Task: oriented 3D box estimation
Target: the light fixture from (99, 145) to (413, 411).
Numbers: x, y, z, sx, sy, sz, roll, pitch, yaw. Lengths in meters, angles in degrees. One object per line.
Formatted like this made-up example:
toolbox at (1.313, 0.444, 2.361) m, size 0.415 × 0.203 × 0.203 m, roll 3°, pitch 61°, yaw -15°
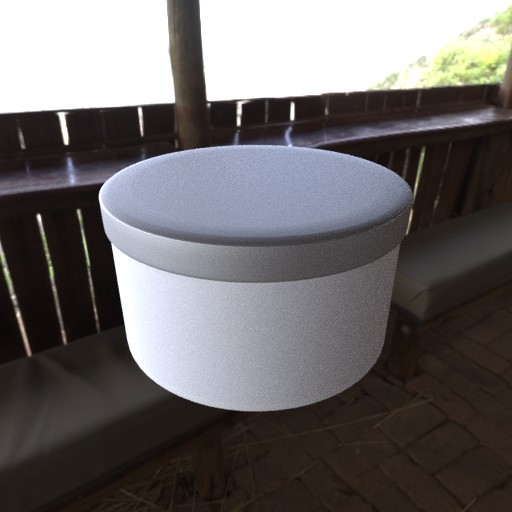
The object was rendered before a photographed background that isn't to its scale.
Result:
light fixture at (0.000, 0.000, 0.633) m, size 0.393 × 0.229 × 0.393 m, roll 0°, pitch 27°, yaw 0°
